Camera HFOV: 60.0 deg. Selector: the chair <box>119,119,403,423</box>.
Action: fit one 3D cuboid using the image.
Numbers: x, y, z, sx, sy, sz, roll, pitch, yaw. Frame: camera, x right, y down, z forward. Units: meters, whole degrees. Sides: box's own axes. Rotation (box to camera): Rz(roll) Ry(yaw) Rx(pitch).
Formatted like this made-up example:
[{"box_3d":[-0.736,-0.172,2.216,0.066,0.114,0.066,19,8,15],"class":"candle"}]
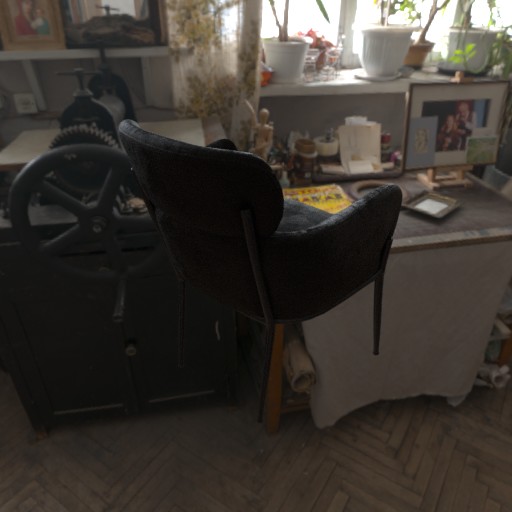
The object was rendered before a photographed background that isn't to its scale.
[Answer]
[{"box_3d":[0.000,0.000,1.268,0.640,0.818,0.604,24,39,33],"class":"chair"}]
